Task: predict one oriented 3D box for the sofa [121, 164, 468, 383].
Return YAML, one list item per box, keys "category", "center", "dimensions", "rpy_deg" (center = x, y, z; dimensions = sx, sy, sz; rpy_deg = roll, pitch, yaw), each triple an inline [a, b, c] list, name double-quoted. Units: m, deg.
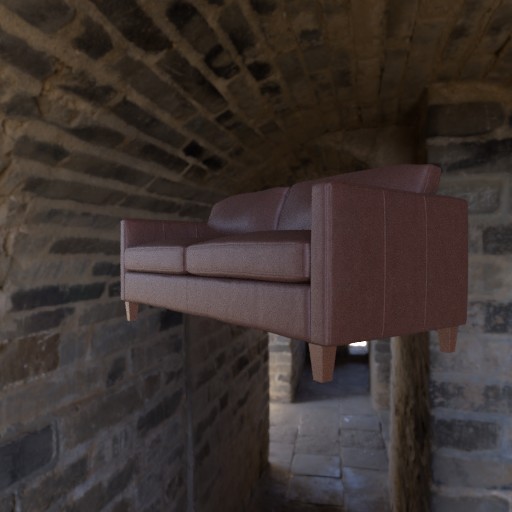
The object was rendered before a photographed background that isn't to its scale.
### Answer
- category: "sofa"
  center: [0.000, 0.000, 2.470]
  dimensions: [0.923, 0.863, 1.971]
  rpy_deg: [0, 0, -36]
